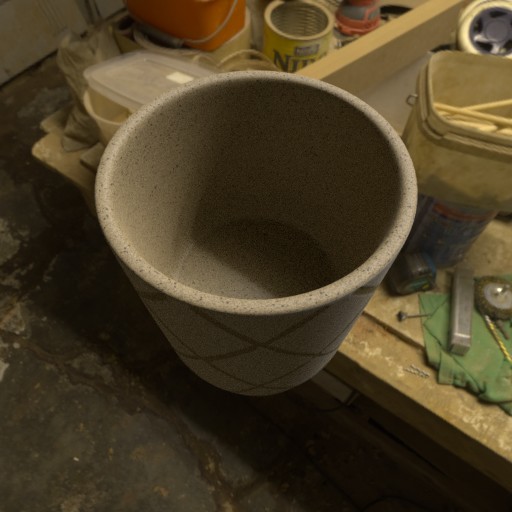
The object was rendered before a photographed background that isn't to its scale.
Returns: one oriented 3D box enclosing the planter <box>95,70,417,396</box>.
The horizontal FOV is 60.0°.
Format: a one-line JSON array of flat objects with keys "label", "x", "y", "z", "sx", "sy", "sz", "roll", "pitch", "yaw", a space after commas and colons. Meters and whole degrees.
[{"label": "planter", "x": 0.000, "y": 0.000, "z": 0.415, "sx": 0.228, "sy": 0.235, "sz": 0.228, "roll": 0, "pitch": 58, "yaw": 0}]
